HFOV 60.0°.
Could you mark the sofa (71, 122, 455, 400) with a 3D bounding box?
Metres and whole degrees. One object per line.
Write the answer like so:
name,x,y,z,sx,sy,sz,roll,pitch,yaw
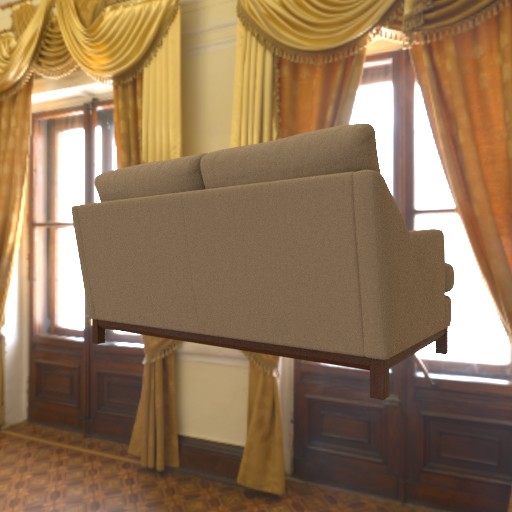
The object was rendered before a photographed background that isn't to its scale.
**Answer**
sofa,0.000,0.000,2.160,1.619,0.910,1.004,0,0,36
